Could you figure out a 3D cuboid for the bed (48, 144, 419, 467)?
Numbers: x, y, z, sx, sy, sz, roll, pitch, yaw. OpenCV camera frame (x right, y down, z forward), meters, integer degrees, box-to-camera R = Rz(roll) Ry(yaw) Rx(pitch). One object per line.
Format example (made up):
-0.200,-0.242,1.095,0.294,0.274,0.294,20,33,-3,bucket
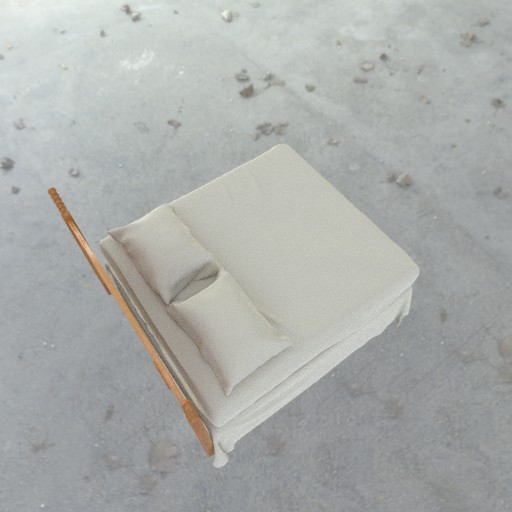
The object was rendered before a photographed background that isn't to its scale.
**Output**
0.000,0.000,3.261,2.040,1.356,1.873,-32,63,-18,bed
